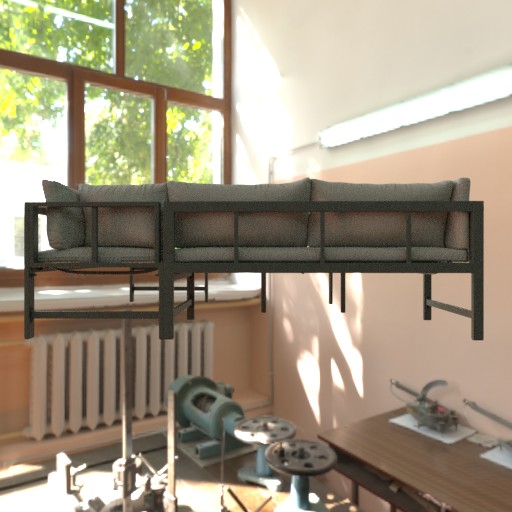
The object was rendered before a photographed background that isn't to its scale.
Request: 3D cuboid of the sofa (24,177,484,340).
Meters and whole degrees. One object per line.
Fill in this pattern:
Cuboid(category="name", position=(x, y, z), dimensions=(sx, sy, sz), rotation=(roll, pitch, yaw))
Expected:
Cuboid(category="sofa", position=(0.000, 0.000, 2.840), dimensions=(2.096, 0.758, 1.658), rotation=(0, 0, 1))
